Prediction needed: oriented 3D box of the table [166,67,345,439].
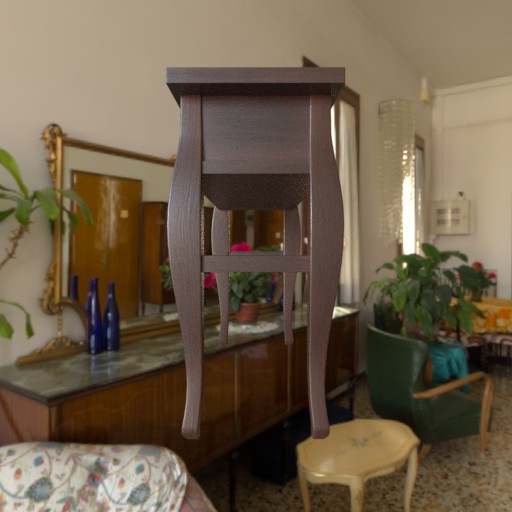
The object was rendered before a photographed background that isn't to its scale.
[{"bbox_3d":[0.000,0.000,1.416,0.373,0.768,1.062,0,1,0],"label":"table"}]
